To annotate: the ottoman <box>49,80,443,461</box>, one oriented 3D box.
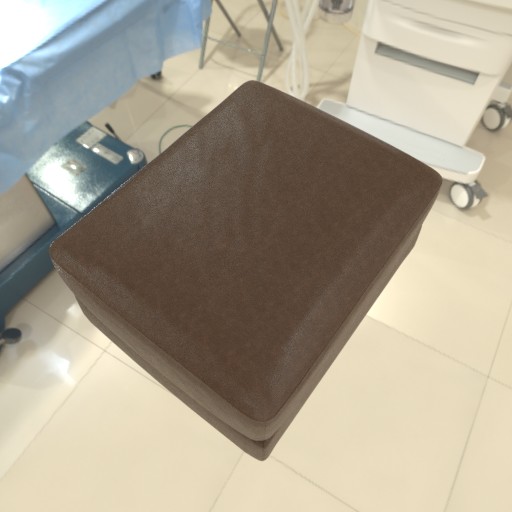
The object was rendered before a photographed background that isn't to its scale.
[{"bbox_3d":[0.000,0.000,1.131,0.603,0.476,0.751,33,64,19],"label":"ottoman"}]
